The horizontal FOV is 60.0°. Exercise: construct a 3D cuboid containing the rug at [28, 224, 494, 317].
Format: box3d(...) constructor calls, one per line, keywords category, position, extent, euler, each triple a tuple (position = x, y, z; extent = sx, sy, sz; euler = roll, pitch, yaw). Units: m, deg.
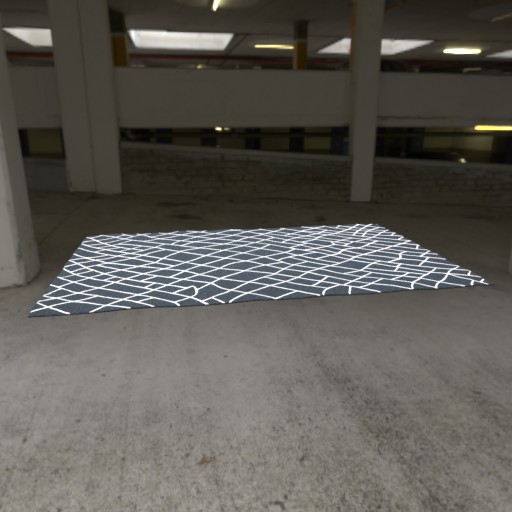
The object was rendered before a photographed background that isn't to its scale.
box3d(category="rug", position=(0.000, 0.000, 2.998), extent=(2.448, 0.017, 1.529), euler=(-3, 17, -9))
